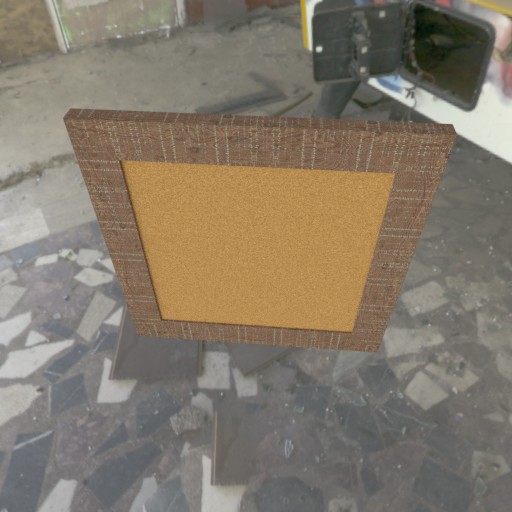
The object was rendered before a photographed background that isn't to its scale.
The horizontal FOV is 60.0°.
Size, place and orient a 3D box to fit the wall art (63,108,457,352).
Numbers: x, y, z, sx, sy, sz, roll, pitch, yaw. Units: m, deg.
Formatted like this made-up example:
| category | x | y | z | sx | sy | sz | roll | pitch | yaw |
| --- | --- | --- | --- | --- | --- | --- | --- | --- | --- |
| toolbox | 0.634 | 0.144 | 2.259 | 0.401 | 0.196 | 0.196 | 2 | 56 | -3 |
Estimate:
| category | x | y | z | sx | sy | sz | roll | pitch | yaw |
| --- | --- | --- | --- | --- | --- | --- | --- | --- | --- |
| wall art | 0.000 | 0.000 | 0.795 | 0.531 | 0.531 | 0.029 | 3 | 46 | 3 |
